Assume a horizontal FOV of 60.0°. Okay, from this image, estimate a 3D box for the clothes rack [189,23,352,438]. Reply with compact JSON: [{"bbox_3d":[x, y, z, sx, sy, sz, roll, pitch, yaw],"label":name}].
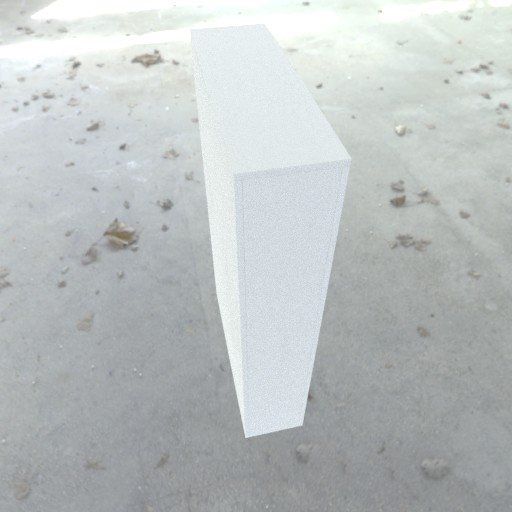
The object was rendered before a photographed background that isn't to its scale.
[{"bbox_3d":[0.000,0.000,1.572,0.250,1.280,0.750,-9,47,-8],"label":"clothes rack"}]
